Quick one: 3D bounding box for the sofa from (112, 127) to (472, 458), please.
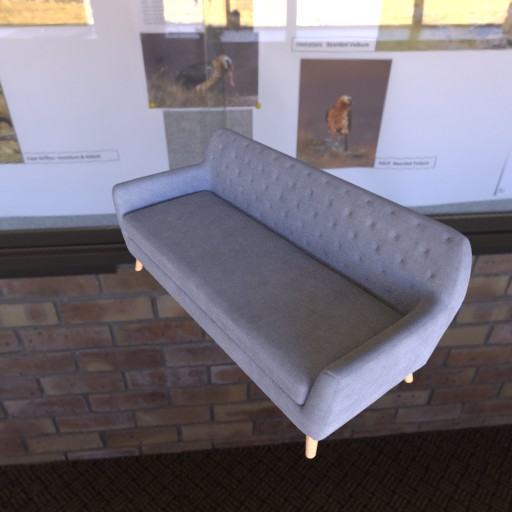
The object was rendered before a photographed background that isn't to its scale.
[{"bbox_3d":[0.000,0.000,2.396,0.830,0.830,1.970,-23,40,-30],"label":"sofa"}]
